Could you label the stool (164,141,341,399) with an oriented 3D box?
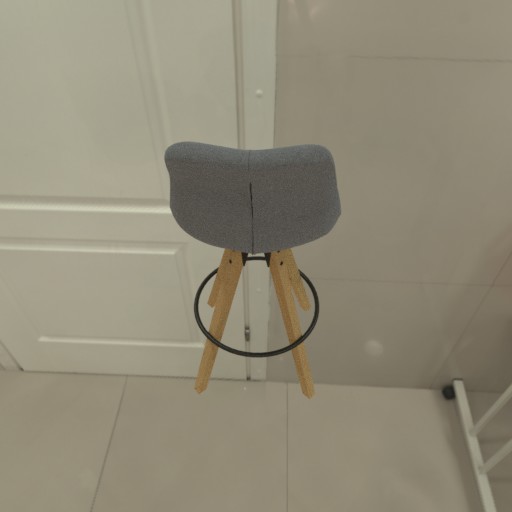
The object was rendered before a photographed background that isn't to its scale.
[{"bbox_3d":[0.000,0.000,1.401,0.485,1.115,0.550,2,47,2],"label":"stool"}]
